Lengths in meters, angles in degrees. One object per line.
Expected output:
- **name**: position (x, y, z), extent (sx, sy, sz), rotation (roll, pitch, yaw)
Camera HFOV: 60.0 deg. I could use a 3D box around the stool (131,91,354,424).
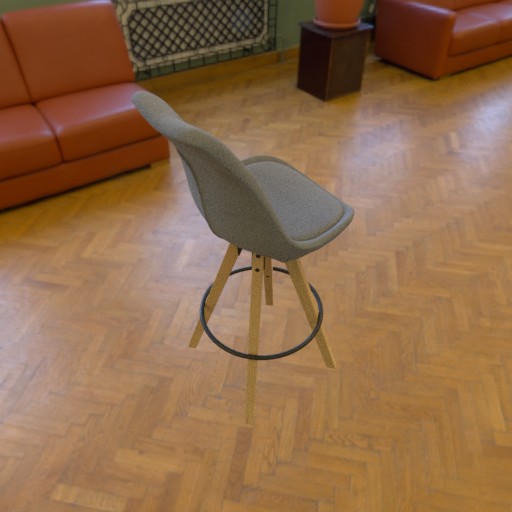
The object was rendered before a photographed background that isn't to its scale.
- **stool**: position (0.000, 0.000, 1.449), extent (0.550, 1.115, 0.485), rotation (-26, 48, -26)
